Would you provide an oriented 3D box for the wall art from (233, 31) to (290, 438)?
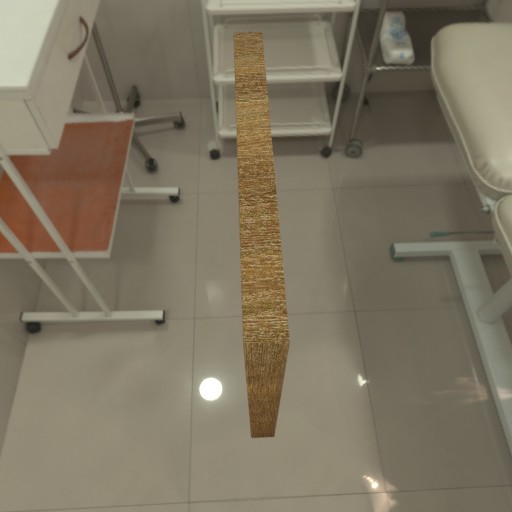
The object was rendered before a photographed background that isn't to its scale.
[{"bbox_3d":[0.000,0.000,0.614,0.039,0.403,0.406,-2,58,-1],"label":"wall art"}]
